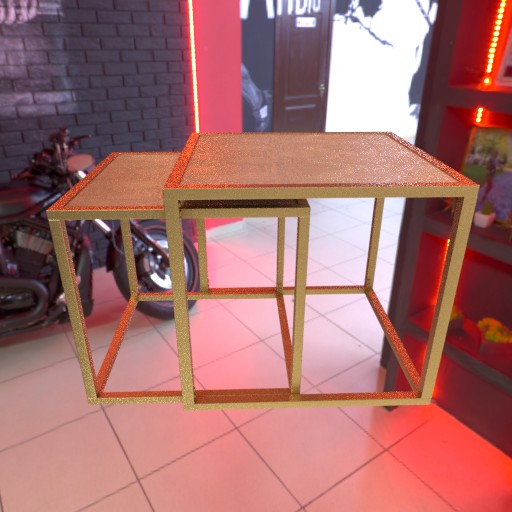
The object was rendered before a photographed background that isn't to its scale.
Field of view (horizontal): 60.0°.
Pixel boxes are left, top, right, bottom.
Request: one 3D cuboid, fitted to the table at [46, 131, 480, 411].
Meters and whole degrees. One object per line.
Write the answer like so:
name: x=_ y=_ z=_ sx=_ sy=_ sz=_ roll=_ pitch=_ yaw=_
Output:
table: x=0.000 y=0.000 z=1.091 sx=0.762 sy=0.505 sz=0.505 roll=-1 pitch=26 yaw=-2
